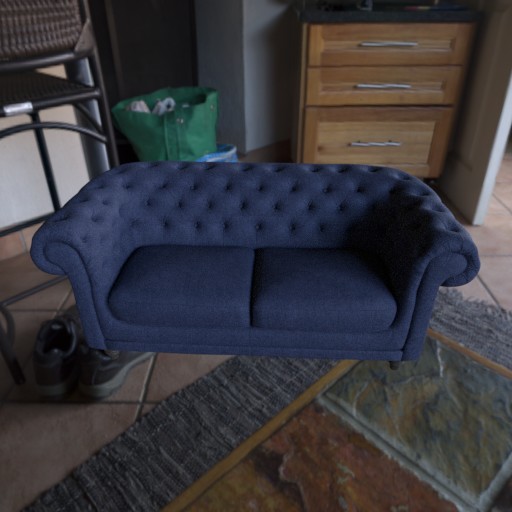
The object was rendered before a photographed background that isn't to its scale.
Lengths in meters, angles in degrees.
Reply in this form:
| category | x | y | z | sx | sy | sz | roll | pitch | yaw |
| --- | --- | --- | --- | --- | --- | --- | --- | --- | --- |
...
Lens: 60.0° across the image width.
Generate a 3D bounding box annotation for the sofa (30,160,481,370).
| category | x | y | z | sx | sy | sz | roll | pitch | yaw |
| --- | --- | --- | --- | --- | --- | --- | --- | --- | --- |
| sofa | 0.000 | 0.000 | 2.489 | 1.988 | 0.833 | 1.082 | 2 | 32 | 3 |
